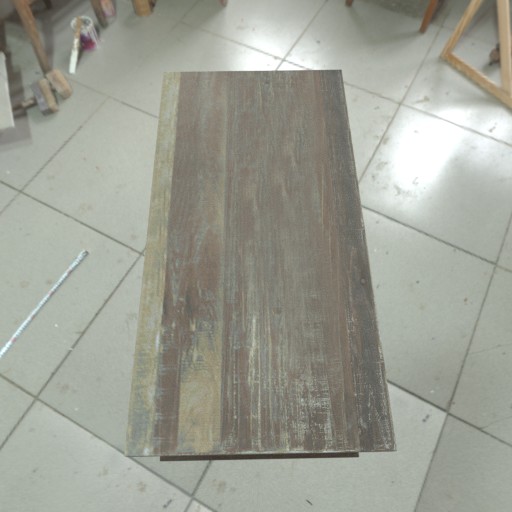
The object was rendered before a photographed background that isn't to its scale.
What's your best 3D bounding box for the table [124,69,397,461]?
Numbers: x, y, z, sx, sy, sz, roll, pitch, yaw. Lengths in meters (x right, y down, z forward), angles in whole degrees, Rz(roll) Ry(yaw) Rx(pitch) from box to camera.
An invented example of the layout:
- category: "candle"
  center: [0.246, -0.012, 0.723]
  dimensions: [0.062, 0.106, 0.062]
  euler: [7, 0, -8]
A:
- category: "table"
  center: [0.000, 0.000, 1.317]
  dimensions: [0.554, 0.399, 1.088]
  euler: [-1, 64, 0]
